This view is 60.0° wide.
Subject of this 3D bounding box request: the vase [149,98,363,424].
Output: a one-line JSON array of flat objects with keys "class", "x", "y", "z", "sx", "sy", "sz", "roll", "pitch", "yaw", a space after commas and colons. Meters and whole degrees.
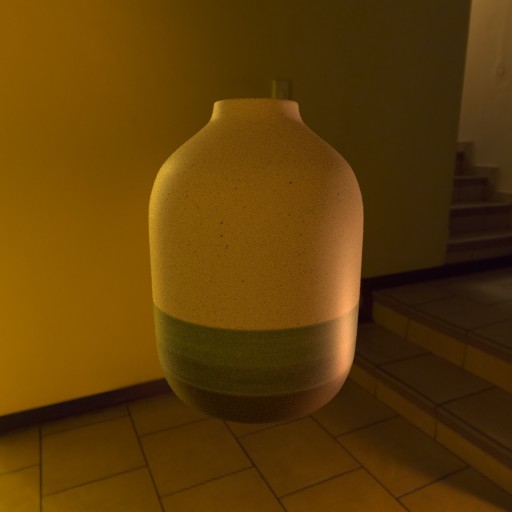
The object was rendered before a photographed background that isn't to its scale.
[{"class": "vase", "x": 0.000, "y": 0.000, "z": 0.365, "sx": 0.169, "sy": 0.240, "sz": 0.169, "roll": 0, "pitch": 14, "yaw": 0}]
